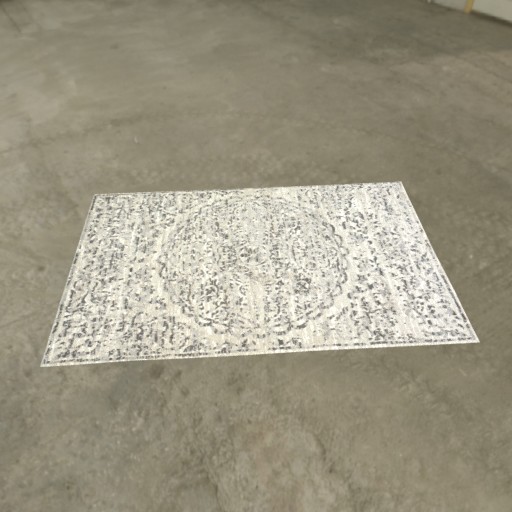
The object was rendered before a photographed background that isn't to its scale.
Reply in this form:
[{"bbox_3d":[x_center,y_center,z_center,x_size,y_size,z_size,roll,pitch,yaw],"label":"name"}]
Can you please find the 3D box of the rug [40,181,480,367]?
[{"bbox_3d":[0.000,0.000,2.992,2.447,0.021,1.527,-3,45,-3],"label":"rug"}]
